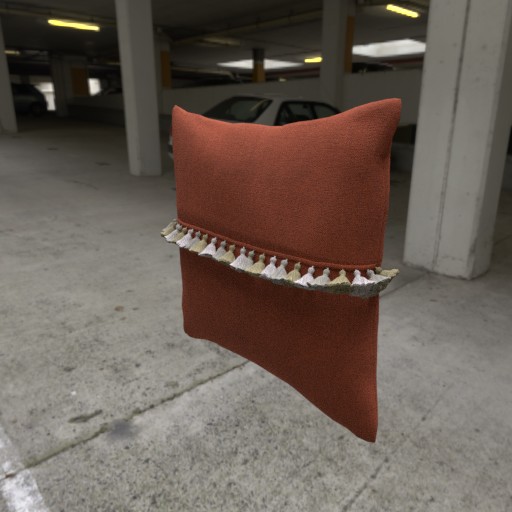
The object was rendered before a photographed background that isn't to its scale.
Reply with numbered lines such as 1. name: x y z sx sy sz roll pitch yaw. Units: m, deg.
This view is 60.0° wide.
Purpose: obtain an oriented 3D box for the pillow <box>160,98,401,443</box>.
1. pillow: 0.000 0.000 0.735 0.165 0.482 0.490 -16 24 -41
